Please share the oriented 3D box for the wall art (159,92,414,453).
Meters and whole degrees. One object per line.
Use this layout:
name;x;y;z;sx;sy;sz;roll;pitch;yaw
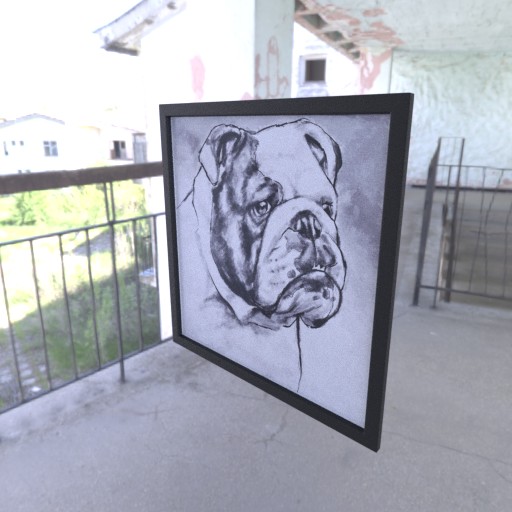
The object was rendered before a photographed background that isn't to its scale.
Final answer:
wall art;0.000;0.000;0.990;0.663;0.659;0.016;15;23;42
